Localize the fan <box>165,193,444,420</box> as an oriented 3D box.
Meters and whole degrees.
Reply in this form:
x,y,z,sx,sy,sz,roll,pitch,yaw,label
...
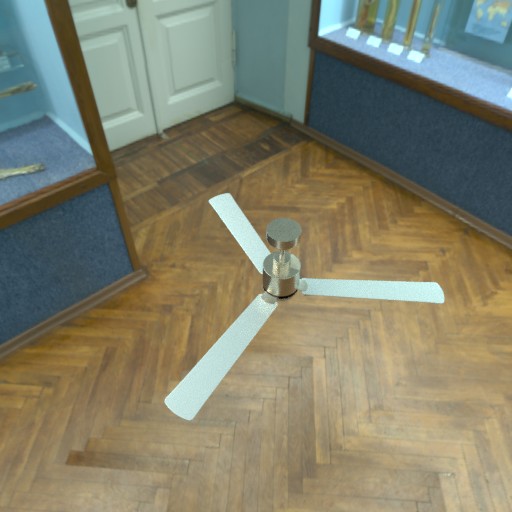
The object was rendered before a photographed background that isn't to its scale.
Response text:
x,y,z,sx,sy,sz,roll,pitch,yaw,label
0.000,0.000,2.365,1.561,0.446,1.531,-30,53,-26,fan
